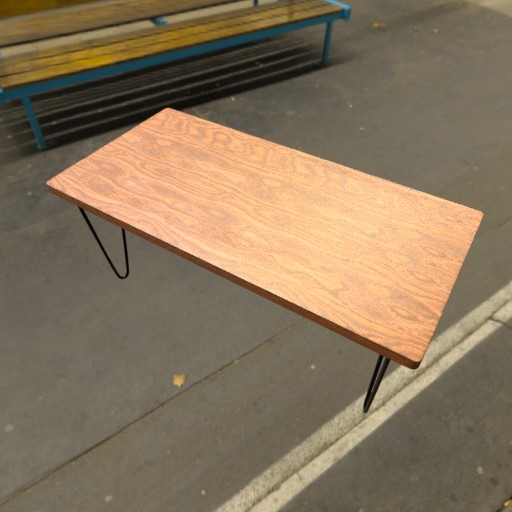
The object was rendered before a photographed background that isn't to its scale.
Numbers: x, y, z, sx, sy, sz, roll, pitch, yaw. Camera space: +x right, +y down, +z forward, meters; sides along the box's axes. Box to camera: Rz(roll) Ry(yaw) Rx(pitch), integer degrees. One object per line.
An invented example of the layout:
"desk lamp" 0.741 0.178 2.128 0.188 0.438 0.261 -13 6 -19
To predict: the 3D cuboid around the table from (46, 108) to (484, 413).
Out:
"table" 0.000 0.000 2.264 1.791 0.753 0.883 24 50 22
